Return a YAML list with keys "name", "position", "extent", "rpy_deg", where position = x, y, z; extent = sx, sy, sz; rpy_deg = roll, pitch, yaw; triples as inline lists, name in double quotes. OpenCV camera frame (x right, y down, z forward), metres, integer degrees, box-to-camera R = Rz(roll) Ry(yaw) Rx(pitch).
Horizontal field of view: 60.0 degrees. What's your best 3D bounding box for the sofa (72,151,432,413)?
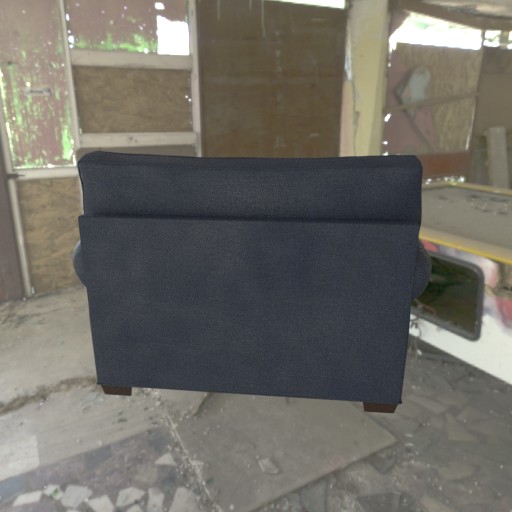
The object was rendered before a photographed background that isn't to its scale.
- name: "sofa"
  position: [0.000, 0.000, 2.096]
  extent: [1.405, 1.004, 0.938]
  rpy_deg: [2, 18, 6]
